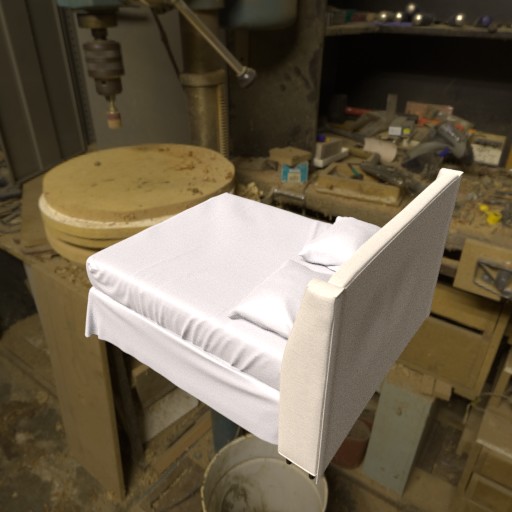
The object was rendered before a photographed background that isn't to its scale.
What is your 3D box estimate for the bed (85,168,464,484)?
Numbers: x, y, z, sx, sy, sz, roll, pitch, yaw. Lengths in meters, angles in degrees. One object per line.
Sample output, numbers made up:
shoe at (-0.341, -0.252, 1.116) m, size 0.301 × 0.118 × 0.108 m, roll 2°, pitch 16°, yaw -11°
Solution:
bed at (0.000, 0.000, 3.379) m, size 2.276 × 1.332 × 1.925 m, roll 21°, pitch 36°, yaw 31°
